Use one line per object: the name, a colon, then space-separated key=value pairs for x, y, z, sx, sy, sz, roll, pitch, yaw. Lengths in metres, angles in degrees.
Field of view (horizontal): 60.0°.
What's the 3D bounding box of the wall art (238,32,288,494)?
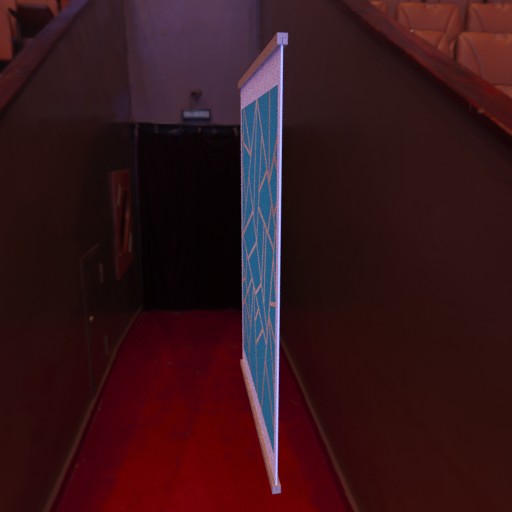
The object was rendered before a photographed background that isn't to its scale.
wall art: x=0.000 y=0.000 z=1.891 sx=0.030 sy=1.519 sz=0.990 roll=-2 pitch=14 yaw=-8
